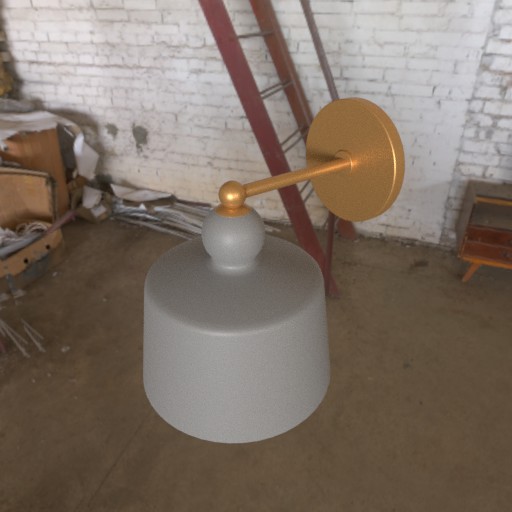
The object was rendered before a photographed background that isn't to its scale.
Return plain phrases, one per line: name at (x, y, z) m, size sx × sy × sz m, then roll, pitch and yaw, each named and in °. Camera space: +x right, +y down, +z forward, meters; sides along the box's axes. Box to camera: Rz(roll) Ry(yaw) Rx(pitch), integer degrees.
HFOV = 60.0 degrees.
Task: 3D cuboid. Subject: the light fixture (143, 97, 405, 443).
light fixture at (0.000, 0.000, 0.435) m, size 0.254 × 0.268 × 0.204 m, roll -20°, pitch 37°, yaw -30°
